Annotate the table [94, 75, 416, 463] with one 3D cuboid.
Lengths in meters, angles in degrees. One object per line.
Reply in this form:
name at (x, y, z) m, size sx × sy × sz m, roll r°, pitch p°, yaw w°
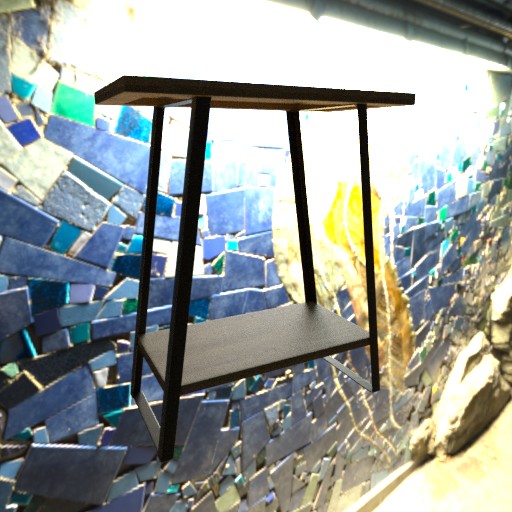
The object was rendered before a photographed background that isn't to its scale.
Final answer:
table at (0.000, 0.000, 1.009) m, size 0.599 × 0.701 × 0.300 m, roll -8°, pitch 17°, yaw -26°
